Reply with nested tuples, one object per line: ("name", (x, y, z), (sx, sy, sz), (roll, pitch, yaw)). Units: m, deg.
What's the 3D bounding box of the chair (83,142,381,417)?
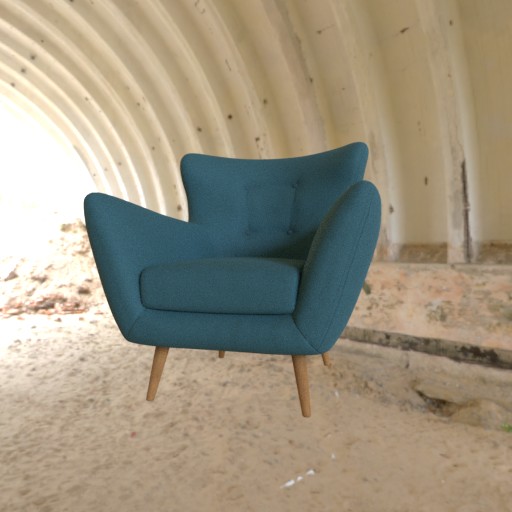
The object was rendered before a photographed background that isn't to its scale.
("chair", (0.000, 0.000, 1.625), (0.890, 0.889, 0.889), (0, 1, 16))
